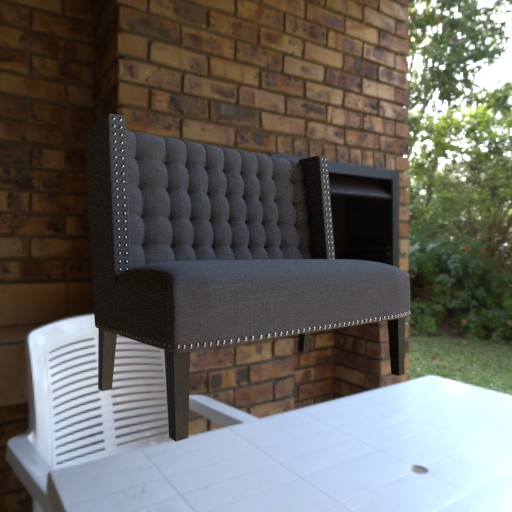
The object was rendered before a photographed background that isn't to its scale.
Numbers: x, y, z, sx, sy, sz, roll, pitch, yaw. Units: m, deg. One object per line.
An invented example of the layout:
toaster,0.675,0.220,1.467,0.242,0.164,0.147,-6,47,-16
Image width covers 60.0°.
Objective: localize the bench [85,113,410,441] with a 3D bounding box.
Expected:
bench,0.000,0.000,2.006,1.276,1.121,0.842,0,0,-39
